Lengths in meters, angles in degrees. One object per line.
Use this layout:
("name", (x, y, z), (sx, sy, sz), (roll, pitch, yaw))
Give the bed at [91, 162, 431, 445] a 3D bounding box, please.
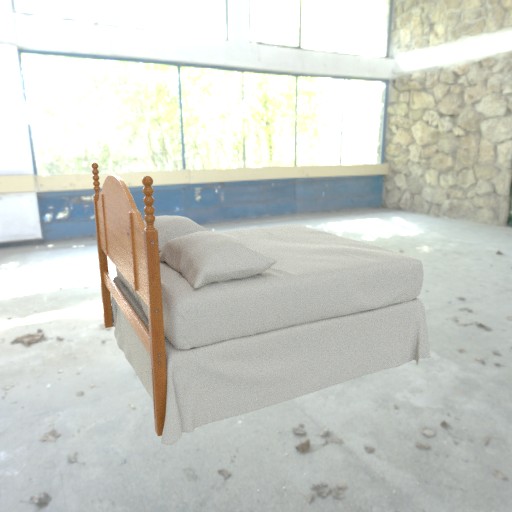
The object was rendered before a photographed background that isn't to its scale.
("bed", (0.000, 0.000, 3.333), (2.040, 1.356, 1.873), (-7, 16, -27))
